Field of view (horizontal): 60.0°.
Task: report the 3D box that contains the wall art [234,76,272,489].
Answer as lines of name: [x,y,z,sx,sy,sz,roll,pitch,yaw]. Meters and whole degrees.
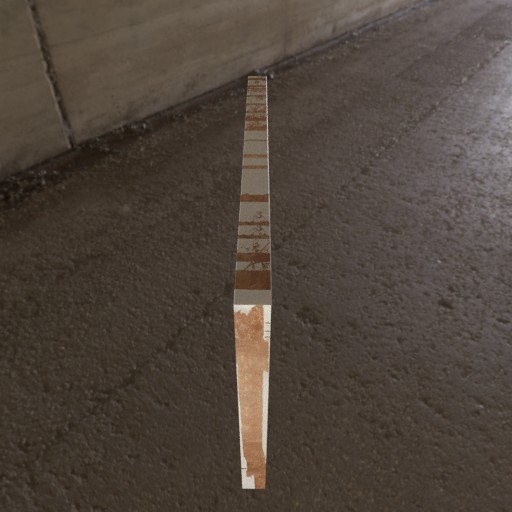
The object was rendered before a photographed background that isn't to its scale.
wall art: [0.000,0.000,0.769,0.035,0.405,0.609,0,41,0]
